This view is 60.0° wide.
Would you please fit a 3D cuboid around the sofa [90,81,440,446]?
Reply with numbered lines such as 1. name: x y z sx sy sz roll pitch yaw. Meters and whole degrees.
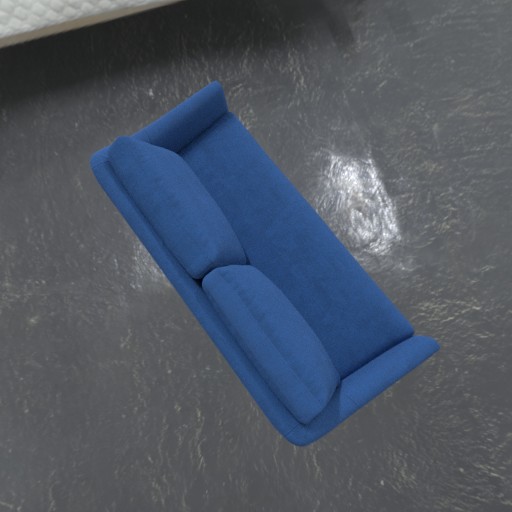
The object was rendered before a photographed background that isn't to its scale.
1. sofa: 0.000 0.000 2.596 0.960 0.903 2.036 -36 78 -9
